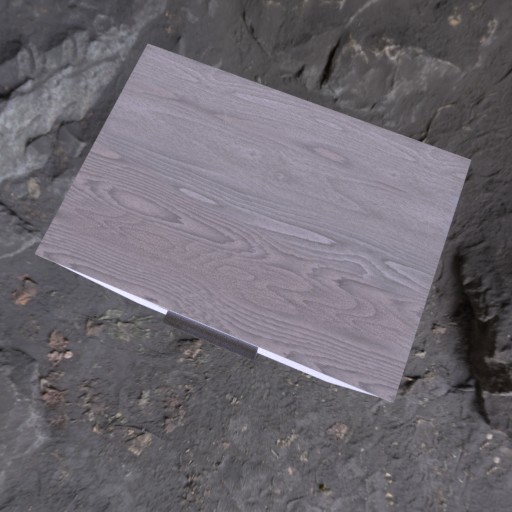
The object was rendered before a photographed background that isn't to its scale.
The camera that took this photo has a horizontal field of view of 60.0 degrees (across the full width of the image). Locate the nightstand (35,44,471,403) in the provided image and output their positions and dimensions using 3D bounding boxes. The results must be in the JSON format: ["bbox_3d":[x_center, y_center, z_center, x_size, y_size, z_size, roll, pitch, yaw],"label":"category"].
[{"bbox_3d":[0.000,0.000,0.756,0.442,0.461,0.325,22,78,5],"label":"nightstand"}]
